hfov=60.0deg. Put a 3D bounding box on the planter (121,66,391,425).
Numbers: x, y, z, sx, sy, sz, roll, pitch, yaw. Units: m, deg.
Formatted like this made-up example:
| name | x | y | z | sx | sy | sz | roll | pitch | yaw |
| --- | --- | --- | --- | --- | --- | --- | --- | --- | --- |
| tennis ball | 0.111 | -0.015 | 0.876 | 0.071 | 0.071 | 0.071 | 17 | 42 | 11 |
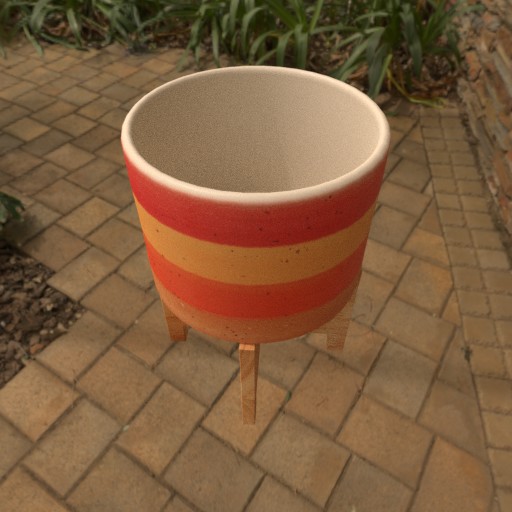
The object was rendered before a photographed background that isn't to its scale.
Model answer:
| name | x | y | z | sx | sy | sz | roll | pitch | yaw |
| --- | --- | --- | --- | --- | --- | --- | --- | --- | --- |
| planter | 0.000 | 0.000 | 0.562 | 0.269 | 0.379 | 0.269 | 0 | 45 | 0 |
